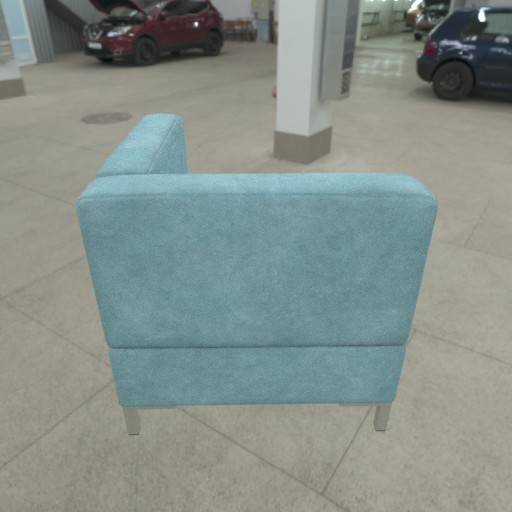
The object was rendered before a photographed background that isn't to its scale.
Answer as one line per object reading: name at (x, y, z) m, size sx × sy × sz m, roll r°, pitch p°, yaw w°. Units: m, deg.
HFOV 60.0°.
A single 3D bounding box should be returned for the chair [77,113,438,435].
chair at (0.000, 0.000, 1.235) m, size 0.691 × 0.660 × 0.684 m, roll -1°, pitch 30°, yaw -1°
